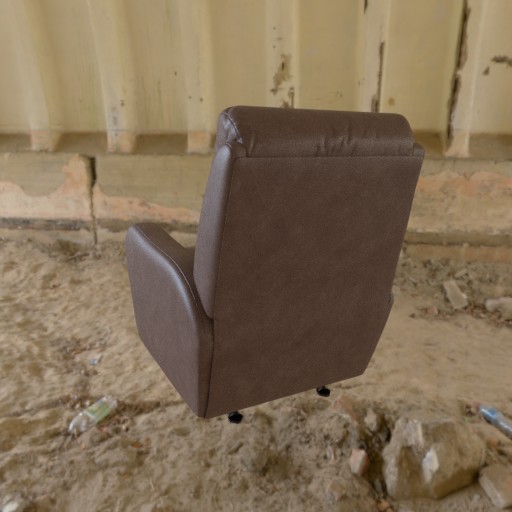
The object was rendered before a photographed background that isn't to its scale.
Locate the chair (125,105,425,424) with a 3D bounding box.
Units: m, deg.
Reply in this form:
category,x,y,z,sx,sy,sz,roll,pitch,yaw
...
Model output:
category,x,y,z,sx,sy,sz,roll,pitch,yaw
chair,0.000,0.000,1.780,0.865,1.067,1.067,-7,15,-26
